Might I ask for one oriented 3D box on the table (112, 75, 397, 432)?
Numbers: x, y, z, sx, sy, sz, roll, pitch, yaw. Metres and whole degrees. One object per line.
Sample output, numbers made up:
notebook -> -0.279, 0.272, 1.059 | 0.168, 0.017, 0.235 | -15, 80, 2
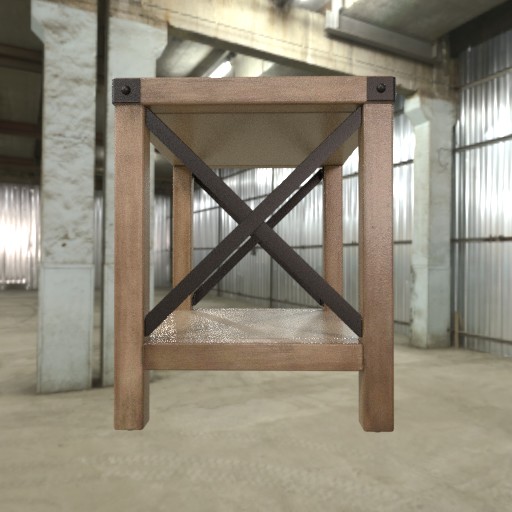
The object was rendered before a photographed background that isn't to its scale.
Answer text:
table -> 0.000, 0.000, 0.938 | 0.459, 0.561, 0.510 | 0, -1, 1
